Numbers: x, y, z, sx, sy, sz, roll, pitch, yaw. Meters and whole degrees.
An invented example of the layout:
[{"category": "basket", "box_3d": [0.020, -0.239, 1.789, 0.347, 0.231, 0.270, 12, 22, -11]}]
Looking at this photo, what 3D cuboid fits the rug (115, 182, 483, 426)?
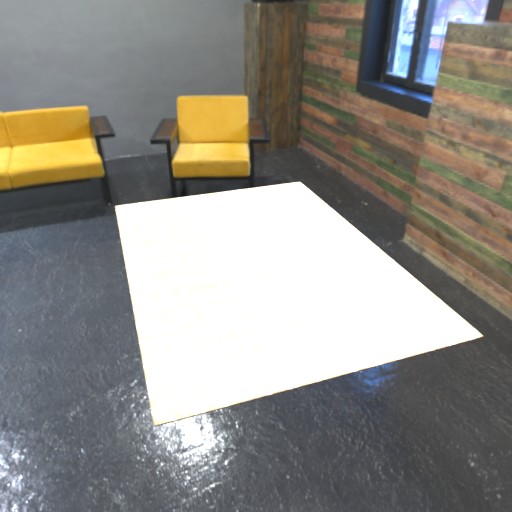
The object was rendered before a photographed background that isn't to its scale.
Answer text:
[{"category": "rug", "box_3d": [0.000, 0.000, 4.320, 2.438, 0.010, 3.353, -10, 32, -16]}]
